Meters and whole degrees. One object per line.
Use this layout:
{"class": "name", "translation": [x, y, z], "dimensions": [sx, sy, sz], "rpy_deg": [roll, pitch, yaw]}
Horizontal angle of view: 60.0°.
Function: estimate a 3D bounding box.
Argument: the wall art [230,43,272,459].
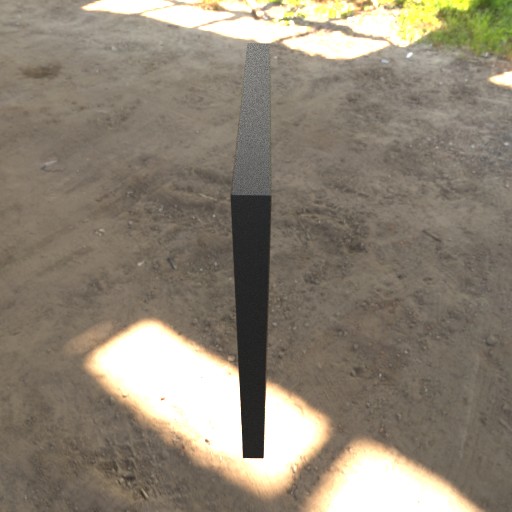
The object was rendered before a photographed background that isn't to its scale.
{"class": "wall art", "translation": [0.000, 0.000, 0.761], "dimensions": [0.039, 0.555, 0.449], "rpy_deg": [1, 42, 1]}
